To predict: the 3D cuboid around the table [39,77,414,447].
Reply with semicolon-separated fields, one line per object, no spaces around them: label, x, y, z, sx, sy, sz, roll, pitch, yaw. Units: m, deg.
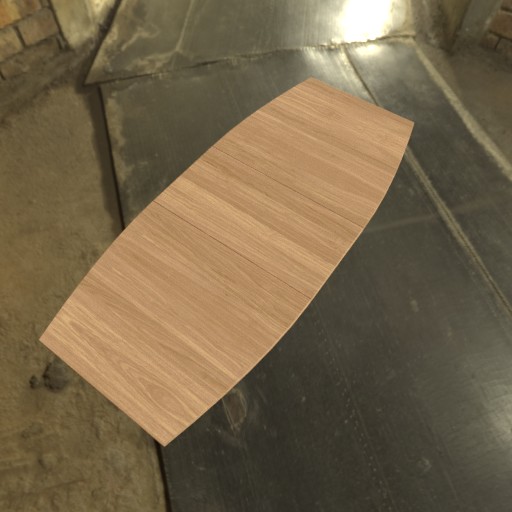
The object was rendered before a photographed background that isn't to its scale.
table;0.000;0.000;2.413;0.900;0.750;2.032;32;63;18
